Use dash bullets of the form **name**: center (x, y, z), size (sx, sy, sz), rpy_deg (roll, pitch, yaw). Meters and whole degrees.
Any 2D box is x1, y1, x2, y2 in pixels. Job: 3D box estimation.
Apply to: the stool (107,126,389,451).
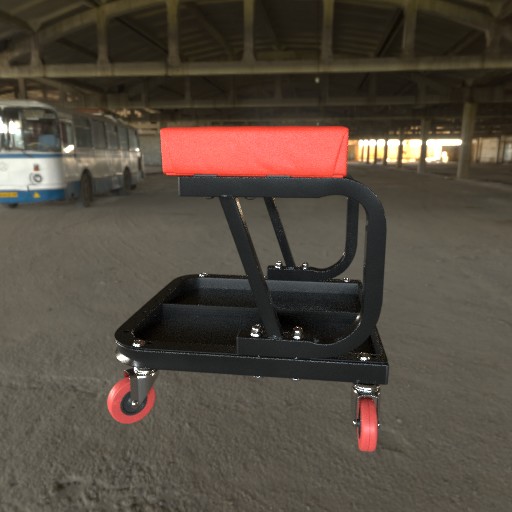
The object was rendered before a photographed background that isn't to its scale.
- **stool**: center (0.000, 0.000, 0.708), size (0.371, 0.380, 0.446), rpy_deg (2, 13, 8)
